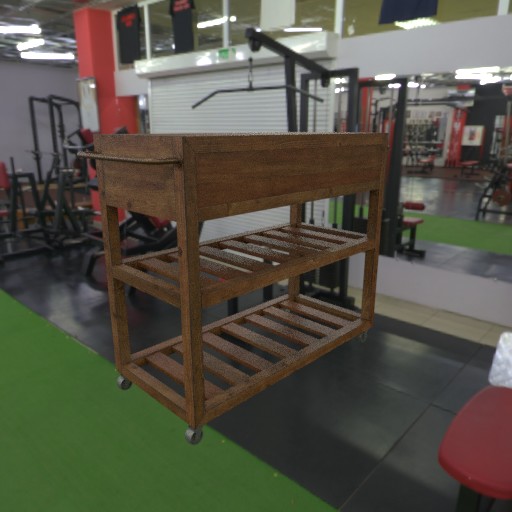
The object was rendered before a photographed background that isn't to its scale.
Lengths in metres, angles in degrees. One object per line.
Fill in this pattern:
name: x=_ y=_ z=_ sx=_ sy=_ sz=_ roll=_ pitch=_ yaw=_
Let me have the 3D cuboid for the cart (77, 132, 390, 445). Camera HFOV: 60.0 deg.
cart: x=0.000 y=0.000 z=1.558 sx=0.445 sy=0.830 sz=1.065 roll=15 pitch=22 yaw=43
